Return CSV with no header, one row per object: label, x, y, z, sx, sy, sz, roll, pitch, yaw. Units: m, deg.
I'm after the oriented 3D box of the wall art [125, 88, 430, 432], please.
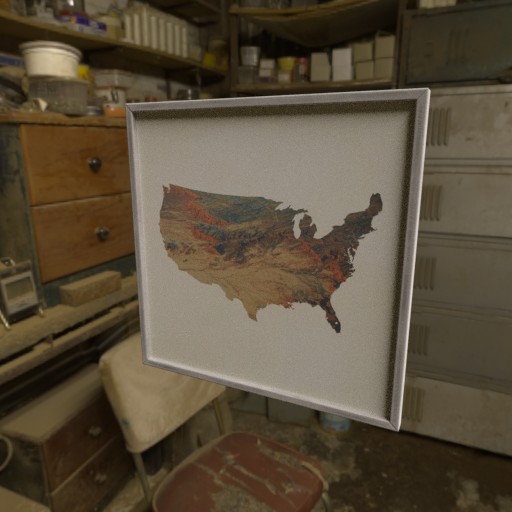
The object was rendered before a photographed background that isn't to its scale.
wall art,0.000,0.000,0.448,0.303,0.303,0.015,7,16,25
